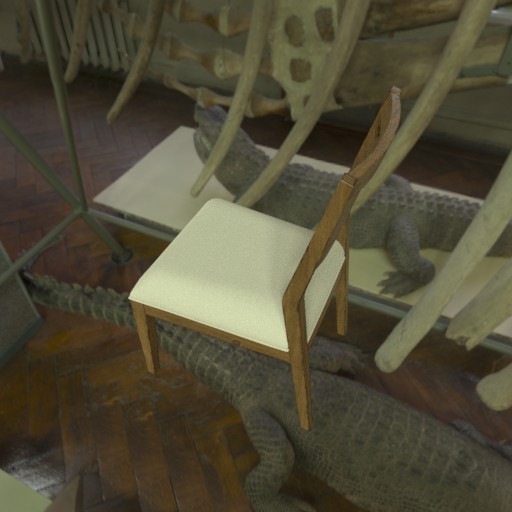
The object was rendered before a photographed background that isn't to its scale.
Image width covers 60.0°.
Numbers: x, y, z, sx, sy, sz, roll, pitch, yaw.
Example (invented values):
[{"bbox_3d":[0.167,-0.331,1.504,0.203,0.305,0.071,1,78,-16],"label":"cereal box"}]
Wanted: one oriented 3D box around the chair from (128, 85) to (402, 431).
[{"bbox_3d":[0.000,0.000,1.297,0.610,0.939,0.497,17,47,17],"label":"chair"}]
